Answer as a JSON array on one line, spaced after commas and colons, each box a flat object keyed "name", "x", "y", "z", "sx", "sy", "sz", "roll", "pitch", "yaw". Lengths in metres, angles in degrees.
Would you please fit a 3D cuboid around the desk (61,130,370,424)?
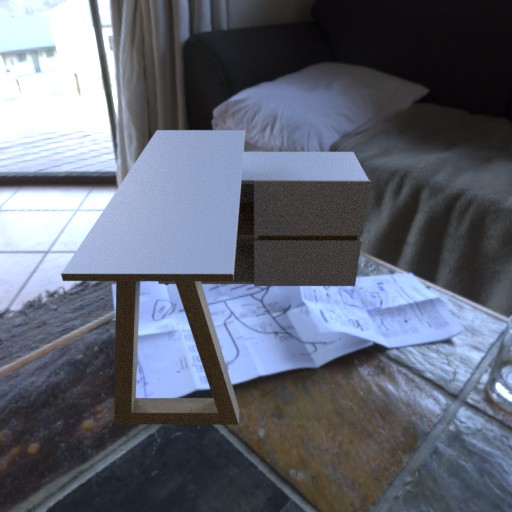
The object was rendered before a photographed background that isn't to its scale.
[{"name": "desk", "x": 0.000, "y": 0.000, "z": 2.045, "sx": 1.098, "sy": 0.755, "sz": 1.404, "roll": 0, "pitch": 32, "yaw": 0}]
